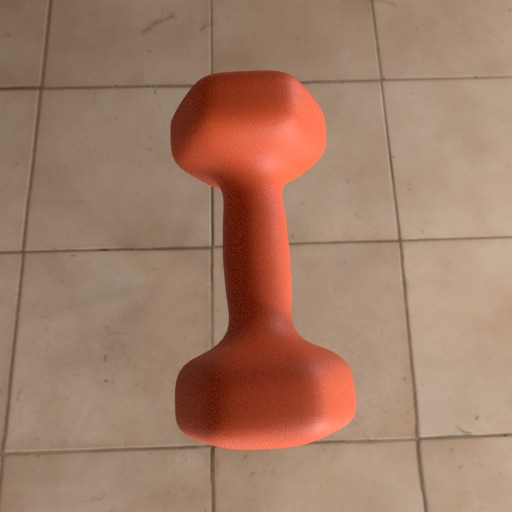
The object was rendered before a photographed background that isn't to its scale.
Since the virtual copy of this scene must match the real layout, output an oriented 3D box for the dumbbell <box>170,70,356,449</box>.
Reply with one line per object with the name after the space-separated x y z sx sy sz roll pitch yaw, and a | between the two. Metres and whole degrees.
0.000 0.000 0.206 0.079 0.071 0.162 -3 76 -1 | dumbbell
